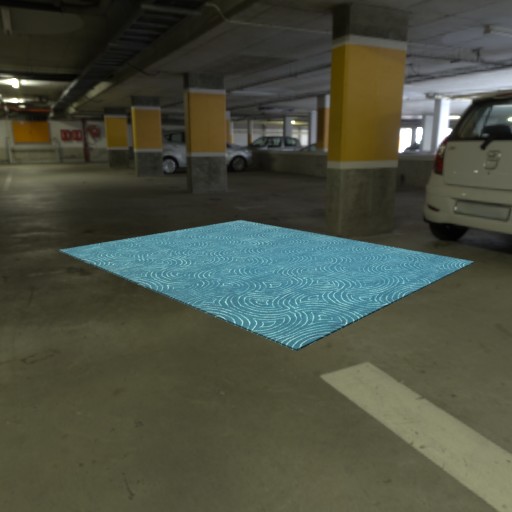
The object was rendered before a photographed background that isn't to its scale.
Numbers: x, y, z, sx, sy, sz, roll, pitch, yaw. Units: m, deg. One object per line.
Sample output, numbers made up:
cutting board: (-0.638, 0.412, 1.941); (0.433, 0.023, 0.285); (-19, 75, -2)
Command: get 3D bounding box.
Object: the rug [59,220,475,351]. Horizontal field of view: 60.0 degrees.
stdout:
rug: (0.000, 0.000, 4.127); (2.432, 0.012, 3.033); (-14, 20, -43)
